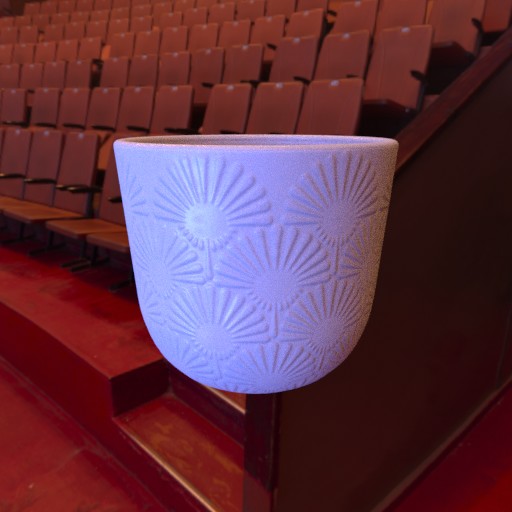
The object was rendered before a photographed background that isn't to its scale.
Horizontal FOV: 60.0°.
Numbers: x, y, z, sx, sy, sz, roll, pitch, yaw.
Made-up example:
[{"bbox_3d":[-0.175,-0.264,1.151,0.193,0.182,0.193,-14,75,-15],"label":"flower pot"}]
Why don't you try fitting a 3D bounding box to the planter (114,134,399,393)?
[{"bbox_3d":[0.000,0.000,0.297,0.170,0.152,0.170,0,17,0],"label":"planter"}]
